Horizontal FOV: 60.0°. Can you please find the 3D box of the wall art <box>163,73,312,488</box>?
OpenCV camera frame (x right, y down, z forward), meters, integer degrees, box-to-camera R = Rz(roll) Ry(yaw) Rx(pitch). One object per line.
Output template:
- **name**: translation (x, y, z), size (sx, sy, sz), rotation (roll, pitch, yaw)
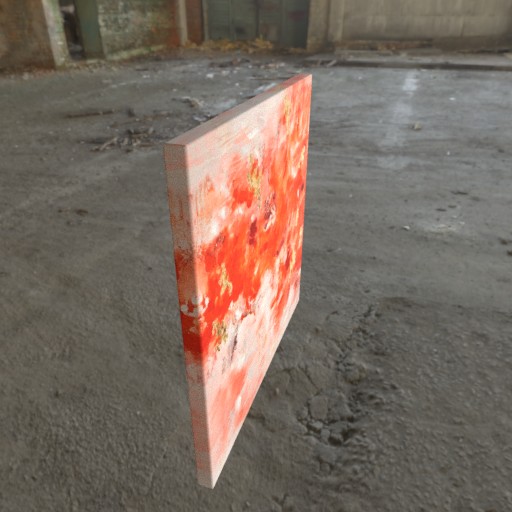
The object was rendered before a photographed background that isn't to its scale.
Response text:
- **wall art**: translation (0.000, 0.000, 1.086), size (0.064, 0.746, 0.747), rotation (10, 31, 17)
